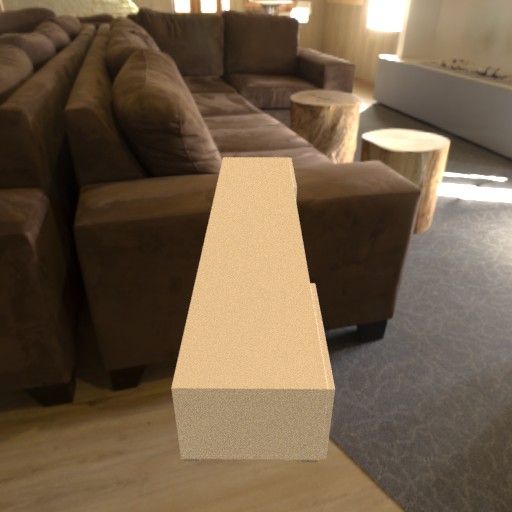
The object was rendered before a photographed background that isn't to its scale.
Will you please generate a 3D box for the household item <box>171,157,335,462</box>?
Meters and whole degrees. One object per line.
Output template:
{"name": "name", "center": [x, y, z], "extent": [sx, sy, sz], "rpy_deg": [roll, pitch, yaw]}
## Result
{"name": "household item", "center": [0.000, 0.000, 2.009], "extent": [0.420, 0.310, 1.850], "rpy_deg": [0, 31, 0]}
